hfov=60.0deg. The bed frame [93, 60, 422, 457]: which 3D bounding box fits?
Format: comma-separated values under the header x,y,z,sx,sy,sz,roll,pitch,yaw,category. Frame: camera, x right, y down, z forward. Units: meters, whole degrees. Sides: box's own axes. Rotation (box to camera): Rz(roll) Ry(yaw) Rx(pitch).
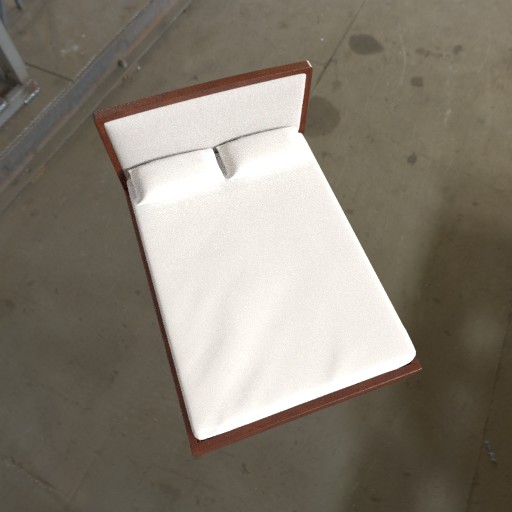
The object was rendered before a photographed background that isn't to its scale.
x,y,z,sx,sy,sz,roll,pitch,yaw,category
0.000,0.000,3.165,1.587,1.279,2.171,-17,64,-9,bed frame
